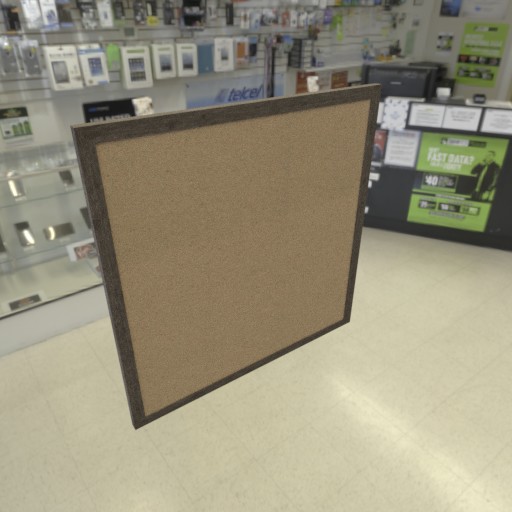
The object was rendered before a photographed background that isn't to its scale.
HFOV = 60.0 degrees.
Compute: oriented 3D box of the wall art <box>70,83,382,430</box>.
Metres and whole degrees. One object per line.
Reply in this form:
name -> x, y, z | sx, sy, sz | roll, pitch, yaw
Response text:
wall art -> 0.000, 0.000, 0.679 | 0.457, 0.457, 0.013 | -19, 35, -30
